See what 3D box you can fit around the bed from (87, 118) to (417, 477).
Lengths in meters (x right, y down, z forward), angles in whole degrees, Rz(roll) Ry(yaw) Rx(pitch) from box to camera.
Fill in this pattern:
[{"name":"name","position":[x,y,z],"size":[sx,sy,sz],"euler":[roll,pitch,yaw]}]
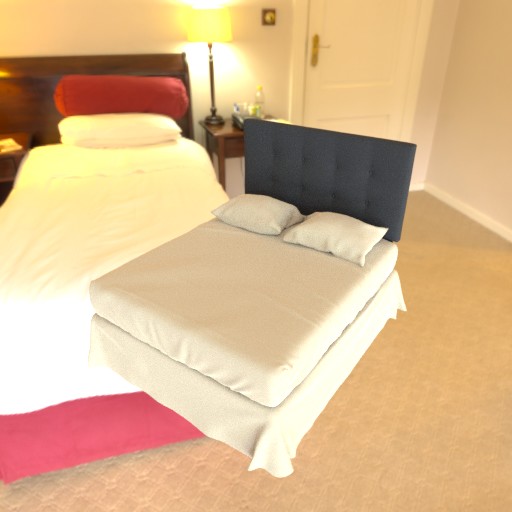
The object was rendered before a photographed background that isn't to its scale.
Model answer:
[{"name":"bed","position":[0.000,0.000,3.479],"size":[1.936,1.577,2.222],"euler":[19,34,30]}]
